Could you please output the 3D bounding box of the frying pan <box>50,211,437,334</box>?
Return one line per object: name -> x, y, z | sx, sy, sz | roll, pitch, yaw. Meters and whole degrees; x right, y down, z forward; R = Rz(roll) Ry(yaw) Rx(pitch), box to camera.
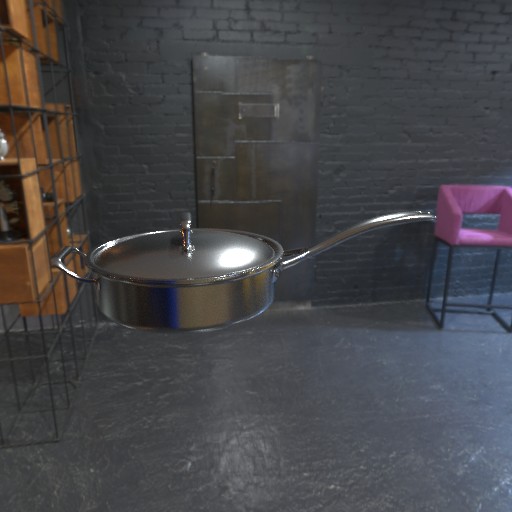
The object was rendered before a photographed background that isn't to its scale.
frying pan -> 0.000, 0.000, 0.580 | 0.492, 0.111, 0.245 | -2, 16, -9
